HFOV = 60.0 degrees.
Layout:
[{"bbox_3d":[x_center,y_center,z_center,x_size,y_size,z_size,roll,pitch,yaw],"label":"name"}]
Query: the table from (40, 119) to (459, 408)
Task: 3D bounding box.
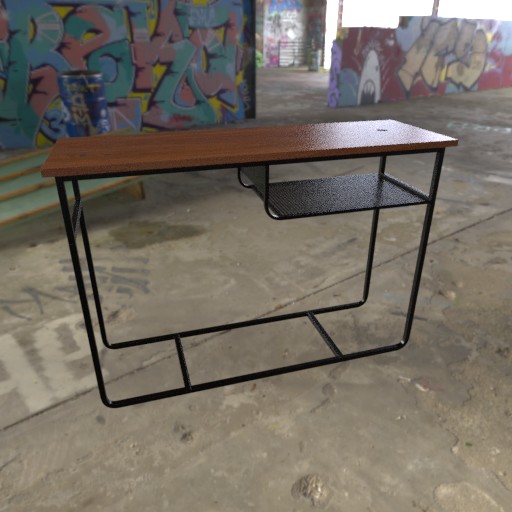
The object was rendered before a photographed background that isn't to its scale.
[{"bbox_3d":[0.000,0.000,1.439,1.100,0.750,0.350,-8,27,-15],"label":"table"}]
